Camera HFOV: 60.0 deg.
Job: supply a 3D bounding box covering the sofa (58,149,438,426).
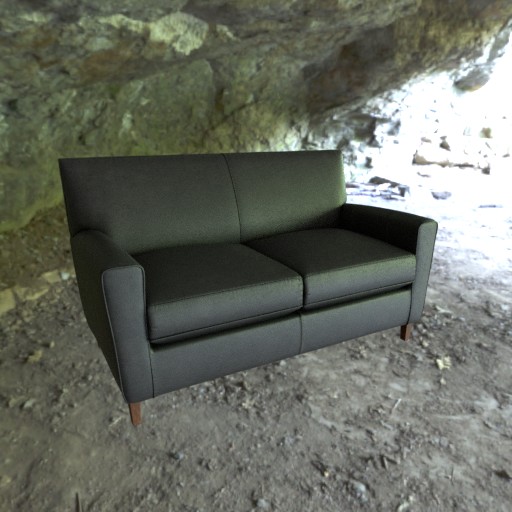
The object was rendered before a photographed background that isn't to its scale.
[{"bbox_3d":[0.000,0.000,1.995,1.473,0.871,0.787,-9,19,-28],"label":"sofa"}]
